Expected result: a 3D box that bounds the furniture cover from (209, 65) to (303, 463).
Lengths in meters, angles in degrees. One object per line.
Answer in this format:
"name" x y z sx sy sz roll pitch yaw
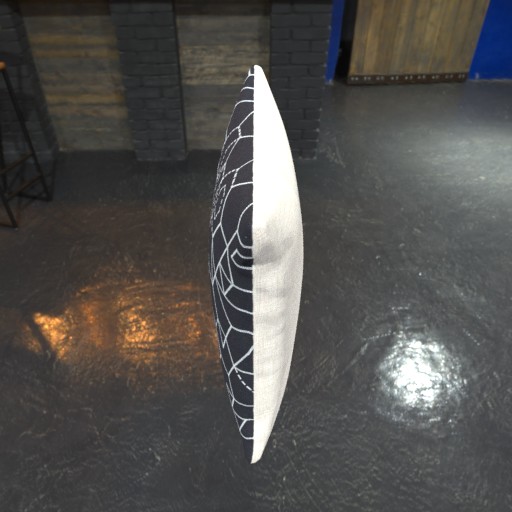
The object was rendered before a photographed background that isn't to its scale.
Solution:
"furniture cover" 0.000 0.000 0.794 0.158 0.508 0.517 0 39 0
